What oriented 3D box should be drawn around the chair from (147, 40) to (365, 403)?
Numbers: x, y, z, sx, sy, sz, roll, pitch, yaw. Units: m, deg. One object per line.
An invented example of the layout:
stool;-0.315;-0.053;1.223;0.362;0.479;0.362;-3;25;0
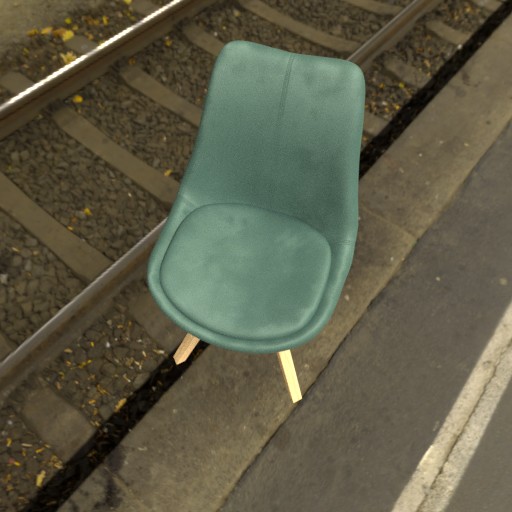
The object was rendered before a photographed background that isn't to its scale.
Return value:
chair;0.000;0.000;1.177;0.483;0.865;0.547;16;60;9
